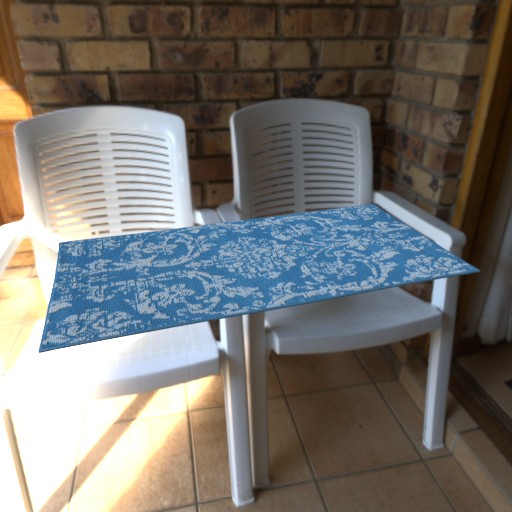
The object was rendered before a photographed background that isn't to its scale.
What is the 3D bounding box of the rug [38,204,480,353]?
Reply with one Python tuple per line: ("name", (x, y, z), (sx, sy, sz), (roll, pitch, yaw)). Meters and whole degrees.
("rug", (0.000, 0.000, 1.414), (1.219, 0.007, 0.604), (-8, 28, -16))
